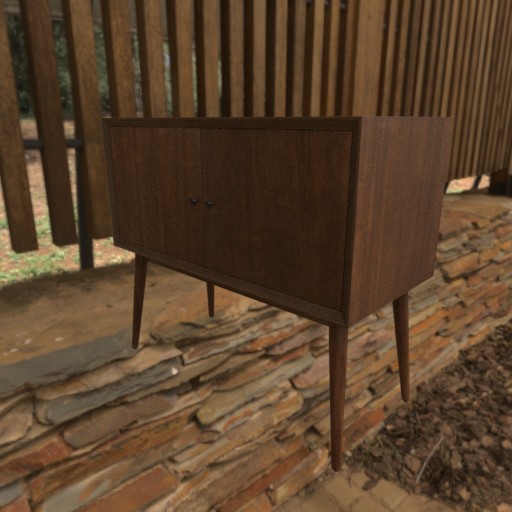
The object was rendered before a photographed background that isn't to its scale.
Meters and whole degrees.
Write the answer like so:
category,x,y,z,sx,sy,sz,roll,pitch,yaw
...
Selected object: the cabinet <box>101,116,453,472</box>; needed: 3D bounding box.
category,x,y,z,sx,sy,sz,roll,pitch,yaw
cabinet,0.000,0.000,1.097,0.743,0.654,0.354,15,23,41
